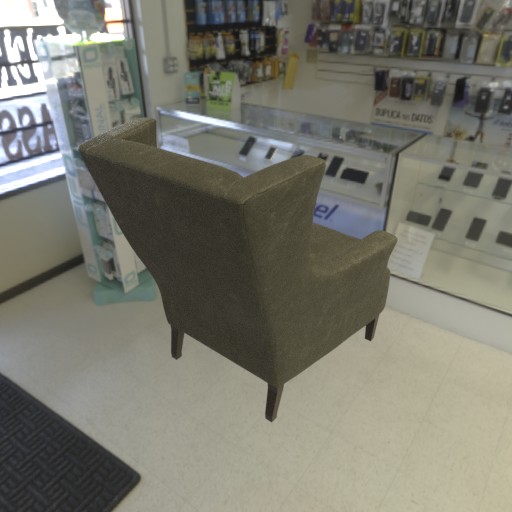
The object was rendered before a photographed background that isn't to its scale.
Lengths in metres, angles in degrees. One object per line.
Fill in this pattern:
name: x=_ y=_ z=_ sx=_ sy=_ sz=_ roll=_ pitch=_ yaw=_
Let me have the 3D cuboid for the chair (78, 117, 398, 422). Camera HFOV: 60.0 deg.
chair: x=0.000 y=0.000 z=1.719 sx=0.853 sy=1.016 sz=0.926 roll=22 pitch=37 yaw=33
